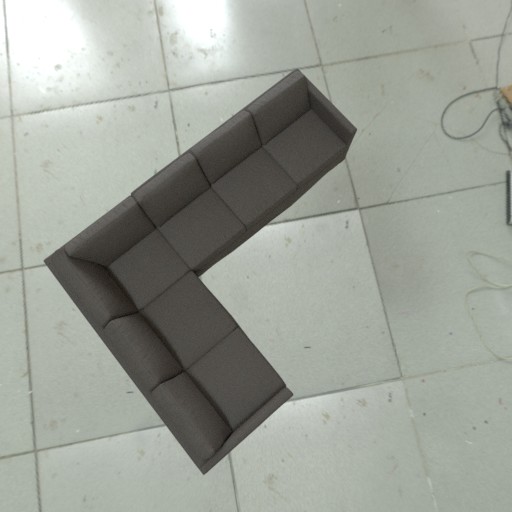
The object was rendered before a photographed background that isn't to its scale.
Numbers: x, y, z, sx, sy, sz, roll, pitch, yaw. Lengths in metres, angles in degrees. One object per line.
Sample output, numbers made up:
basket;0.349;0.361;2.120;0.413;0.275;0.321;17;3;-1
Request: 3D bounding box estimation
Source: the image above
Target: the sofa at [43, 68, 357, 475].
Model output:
sofa;0.000;0.000;4.384;3.182;0.871;2.432;-39;80;-8
